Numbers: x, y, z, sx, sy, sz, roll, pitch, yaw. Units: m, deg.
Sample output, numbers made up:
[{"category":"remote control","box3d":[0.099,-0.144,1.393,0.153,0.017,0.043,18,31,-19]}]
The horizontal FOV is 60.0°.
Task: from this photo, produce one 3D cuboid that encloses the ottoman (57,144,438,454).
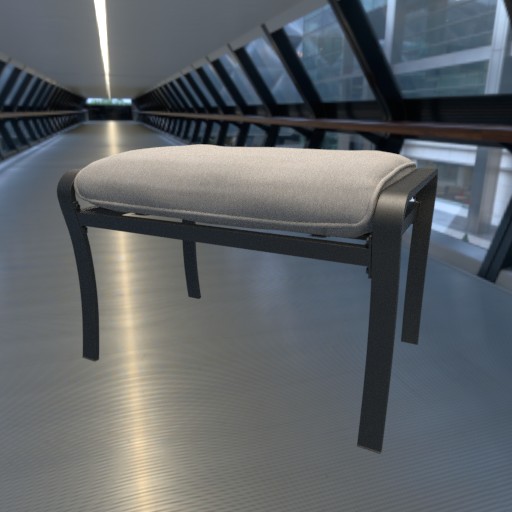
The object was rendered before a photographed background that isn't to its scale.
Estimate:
[{"category":"ottoman","box3d":[0.000,0.000,0.888,0.610,0.422,0.406,8,19,26]}]
